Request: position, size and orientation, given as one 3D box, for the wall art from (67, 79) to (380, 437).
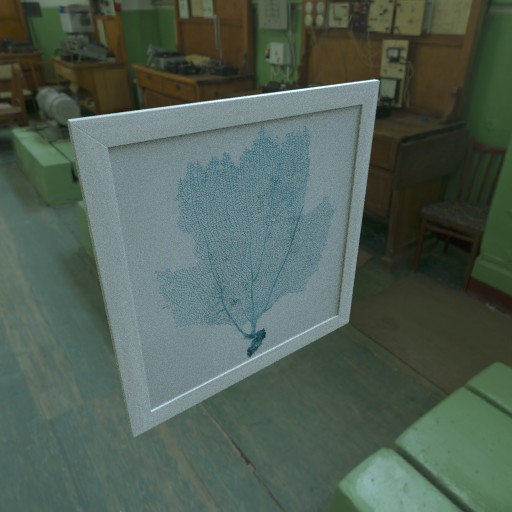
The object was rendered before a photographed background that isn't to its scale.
[{"bbox_3d":[0.000,0.000,0.847,0.584,0.584,0.013,-20,35,-31],"label":"wall art"}]
